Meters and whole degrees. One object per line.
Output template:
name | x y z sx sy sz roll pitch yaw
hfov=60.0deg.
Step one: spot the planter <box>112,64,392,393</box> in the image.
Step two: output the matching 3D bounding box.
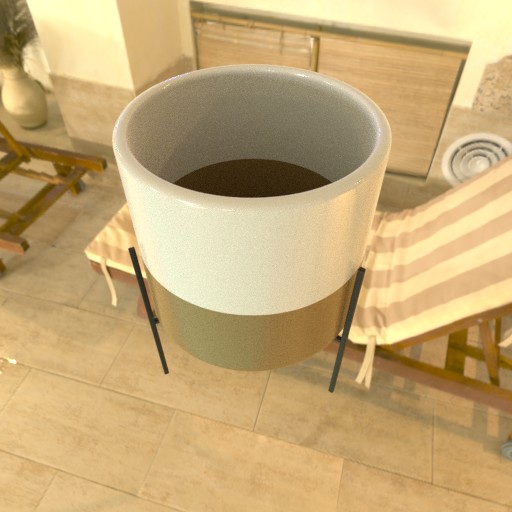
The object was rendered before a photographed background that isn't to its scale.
planter | 0.000 0.000 0.639 0.310 0.432 0.310 16 48 15
